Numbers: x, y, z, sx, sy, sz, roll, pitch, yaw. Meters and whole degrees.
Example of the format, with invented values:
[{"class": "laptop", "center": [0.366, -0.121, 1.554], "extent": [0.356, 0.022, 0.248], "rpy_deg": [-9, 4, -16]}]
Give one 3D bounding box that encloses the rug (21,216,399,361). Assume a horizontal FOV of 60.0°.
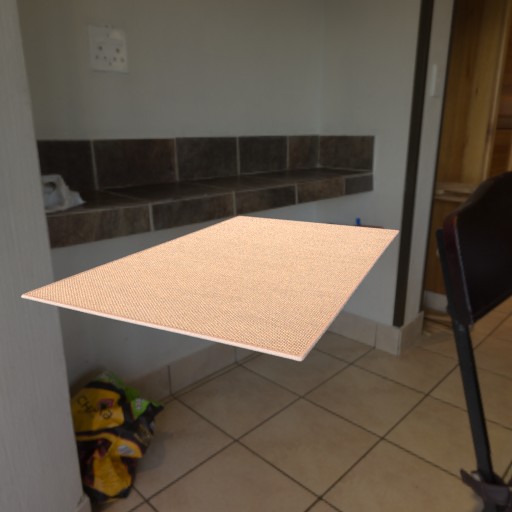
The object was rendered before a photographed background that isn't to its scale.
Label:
[{"class": "rug", "center": [0.000, 0.000, 2.084], "extent": [1.067, 0.013, 1.676], "rpy_deg": [7, 18, 25]}]
